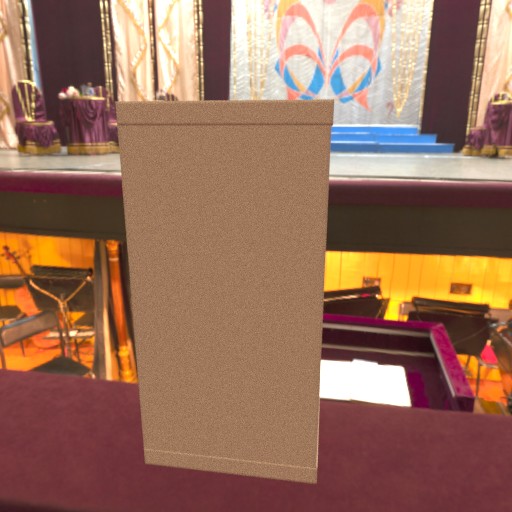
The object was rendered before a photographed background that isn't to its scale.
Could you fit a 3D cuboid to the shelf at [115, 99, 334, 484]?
[{"bbox_3d":[0.000,0.000,1.255,0.390,0.786,0.790,2,16,9],"label":"shelf"}]
